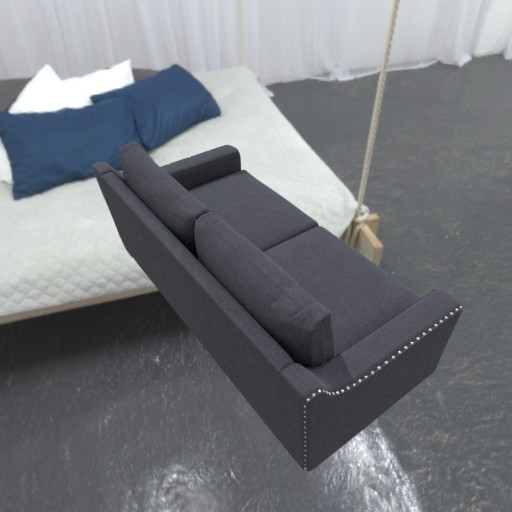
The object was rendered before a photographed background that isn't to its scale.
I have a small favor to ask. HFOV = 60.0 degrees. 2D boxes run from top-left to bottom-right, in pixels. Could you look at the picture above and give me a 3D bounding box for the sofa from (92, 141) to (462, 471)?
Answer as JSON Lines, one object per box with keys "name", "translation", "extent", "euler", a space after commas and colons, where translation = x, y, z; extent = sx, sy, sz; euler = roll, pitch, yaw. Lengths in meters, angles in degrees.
{"name": "sofa", "translation": [0.000, 0.000, 3.260], "extent": [1.336, 1.196, 2.550], "euler": [-26, 48, -26]}
